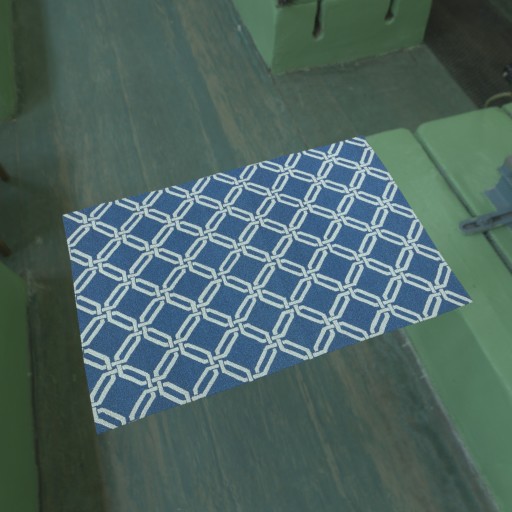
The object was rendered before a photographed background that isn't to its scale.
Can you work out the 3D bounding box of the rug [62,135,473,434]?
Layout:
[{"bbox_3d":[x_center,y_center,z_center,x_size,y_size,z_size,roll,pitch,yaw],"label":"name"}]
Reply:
[{"bbox_3d":[0.000,0.000,2.187,1.755,0.010,1.153,-17,61,-10],"label":"rug"}]
